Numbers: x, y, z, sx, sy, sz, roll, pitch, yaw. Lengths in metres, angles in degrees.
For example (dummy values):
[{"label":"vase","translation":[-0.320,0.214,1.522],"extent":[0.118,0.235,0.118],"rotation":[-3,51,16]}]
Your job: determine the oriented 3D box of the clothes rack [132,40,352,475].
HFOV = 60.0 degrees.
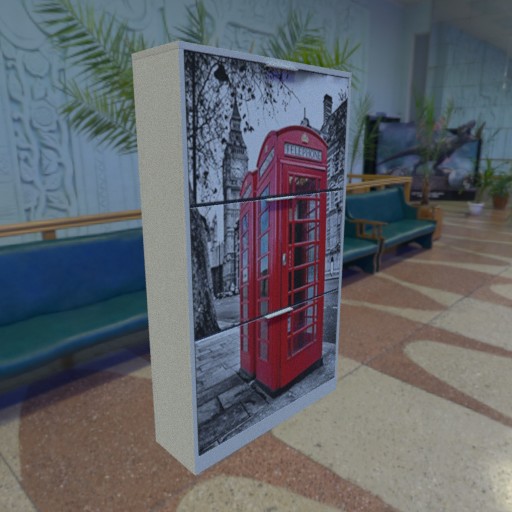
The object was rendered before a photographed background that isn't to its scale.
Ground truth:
[{"label":"clothes rack","translation":[0.000,0.000,1.592],"extent":[0.750,1.280,0.250],"rotation":[-13,19,-42]}]
